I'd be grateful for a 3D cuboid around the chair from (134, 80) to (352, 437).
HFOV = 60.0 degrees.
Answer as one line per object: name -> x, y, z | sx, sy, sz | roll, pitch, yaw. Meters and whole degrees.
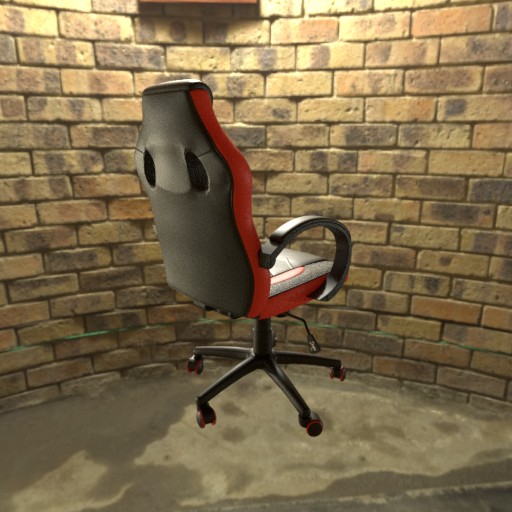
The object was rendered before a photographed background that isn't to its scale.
chair -> 0.000, 0.000, 1.426 | 0.642, 1.016, 0.600 | -15, 21, -42
